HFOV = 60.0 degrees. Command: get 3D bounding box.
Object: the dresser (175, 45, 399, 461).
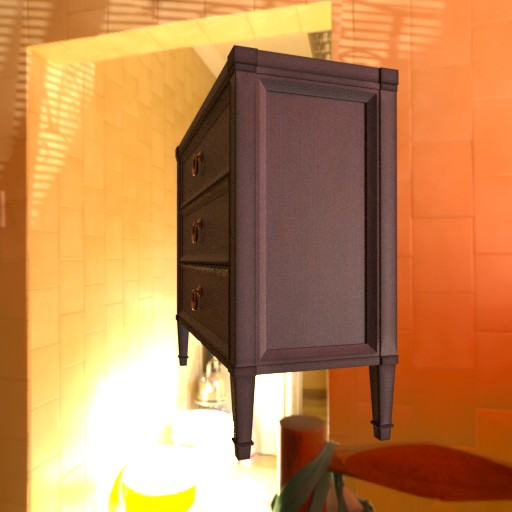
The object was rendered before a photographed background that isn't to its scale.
[{"bbox_3d":[0.000,0.000,1.606,0.463,0.986,1.049,0,0,-18],"label":"dresser"}]
